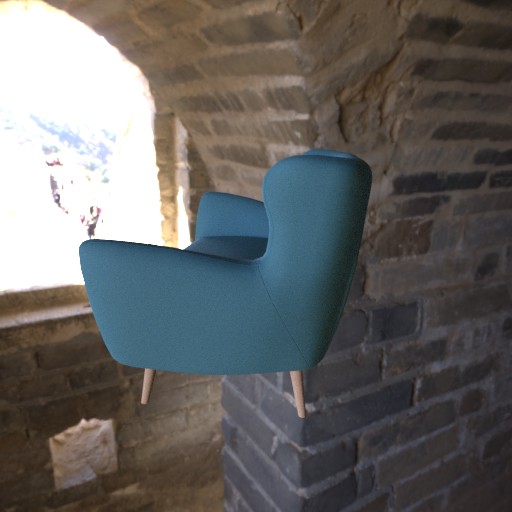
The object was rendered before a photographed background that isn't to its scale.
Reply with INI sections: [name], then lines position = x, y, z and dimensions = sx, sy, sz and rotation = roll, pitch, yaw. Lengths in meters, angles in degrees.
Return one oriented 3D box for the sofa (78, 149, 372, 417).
[sofa]
position = 0.000, 0.000, 1.927
dimensions = 0.889, 0.889, 1.397
rotation = 2, 15, 9
